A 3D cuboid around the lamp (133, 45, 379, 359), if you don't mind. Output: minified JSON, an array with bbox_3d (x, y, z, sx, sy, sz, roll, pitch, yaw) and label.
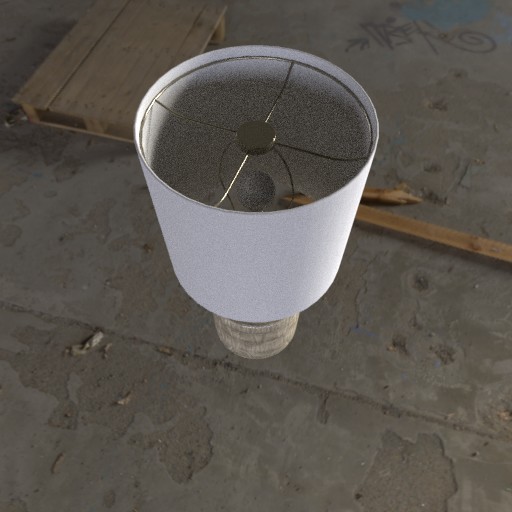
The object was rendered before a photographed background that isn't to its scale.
[{"bbox_3d":[0.000,0.000,0.577,0.211,0.455,0.211,31,63,18],"label":"lamp"}]
